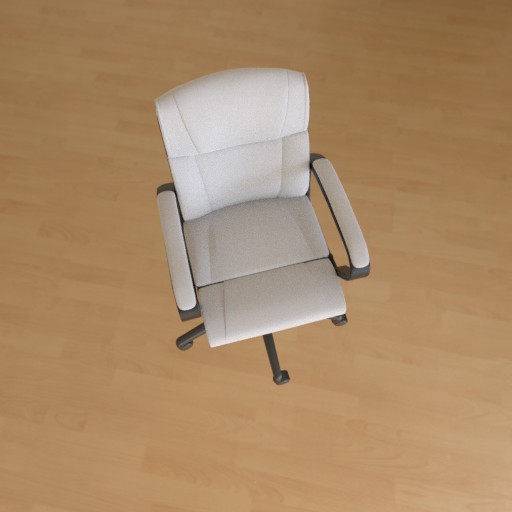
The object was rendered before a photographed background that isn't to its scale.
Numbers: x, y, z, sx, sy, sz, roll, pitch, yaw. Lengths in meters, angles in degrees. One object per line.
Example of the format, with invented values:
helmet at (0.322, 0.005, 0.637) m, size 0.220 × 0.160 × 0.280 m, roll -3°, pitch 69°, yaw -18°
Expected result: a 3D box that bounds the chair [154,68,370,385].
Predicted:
chair at (0.000, 0.000, 1.537) m, size 0.739 × 1.004 × 0.717 m, roll -13°, pitch 64°, yaw -6°
